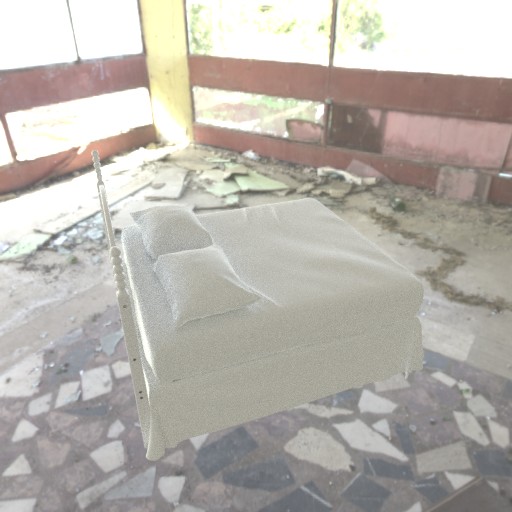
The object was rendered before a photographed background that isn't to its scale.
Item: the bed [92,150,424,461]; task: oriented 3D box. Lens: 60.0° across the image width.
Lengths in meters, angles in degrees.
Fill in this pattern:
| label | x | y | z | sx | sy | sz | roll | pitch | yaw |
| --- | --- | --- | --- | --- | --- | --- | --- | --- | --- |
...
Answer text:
| label | x | y | z | sx | sy | sz | roll | pitch | yaw |
| --- | --- | --- | --- | --- | --- | --- | --- | --- | --- |
| bed | 0.000 | 0.000 | 3.287 | 2.040 | 1.356 | 1.873 | -11 | 31 | -18 |
